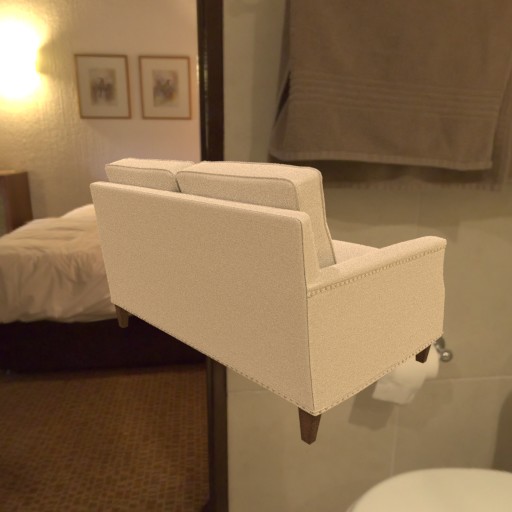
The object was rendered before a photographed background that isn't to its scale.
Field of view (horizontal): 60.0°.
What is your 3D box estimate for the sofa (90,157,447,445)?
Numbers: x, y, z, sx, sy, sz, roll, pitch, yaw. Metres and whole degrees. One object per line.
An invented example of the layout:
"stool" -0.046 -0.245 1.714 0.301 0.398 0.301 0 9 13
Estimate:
"sofa" 0.000 0.000 2.304 1.084 1.003 1.597 -14 20 -42
